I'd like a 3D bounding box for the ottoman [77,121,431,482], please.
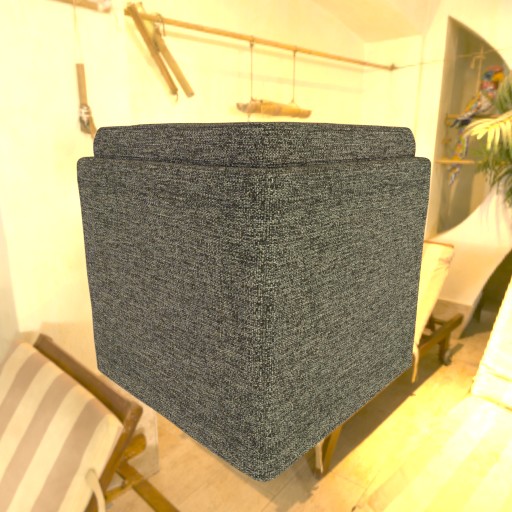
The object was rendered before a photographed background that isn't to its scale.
[{"bbox_3d":[0.000,0.000,0.806,0.450,0.463,0.450,14,20,41],"label":"ottoman"}]
